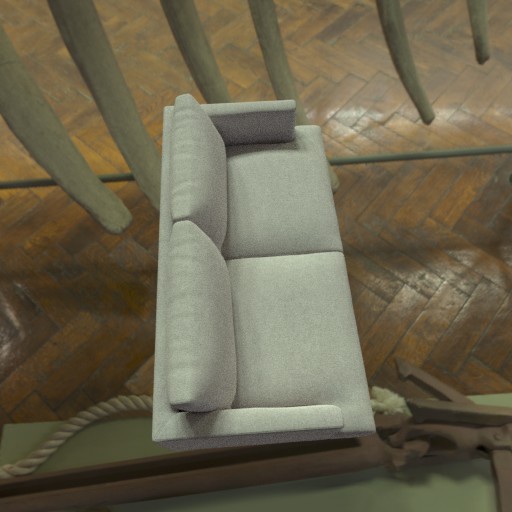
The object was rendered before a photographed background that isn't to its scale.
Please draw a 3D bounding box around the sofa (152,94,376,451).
[{"bbox_3d":[0.000,0.000,2.505,1.020,0.868,1.948,-4,63,-2],"label":"sofa"}]
